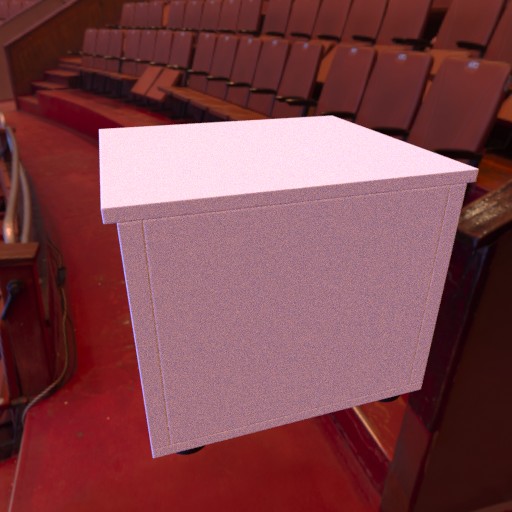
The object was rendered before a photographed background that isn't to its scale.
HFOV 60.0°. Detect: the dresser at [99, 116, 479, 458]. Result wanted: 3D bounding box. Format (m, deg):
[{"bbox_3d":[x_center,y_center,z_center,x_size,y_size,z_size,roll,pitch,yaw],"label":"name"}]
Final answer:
[{"bbox_3d":[0.000,0.000,0.720,0.430,0.360,0.400,-8,28,-16],"label":"dresser"}]
